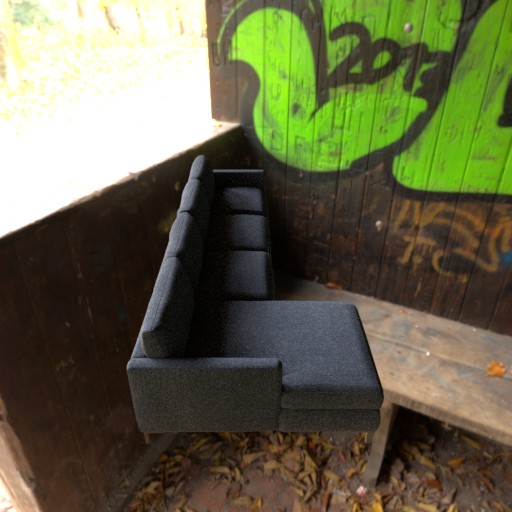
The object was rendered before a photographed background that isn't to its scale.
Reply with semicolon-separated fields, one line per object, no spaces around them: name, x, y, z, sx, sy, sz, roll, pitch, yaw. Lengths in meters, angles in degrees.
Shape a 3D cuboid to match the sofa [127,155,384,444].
sofa;0.000;0.000;3.559;1.350;0.810;2.932;0;31;-1
